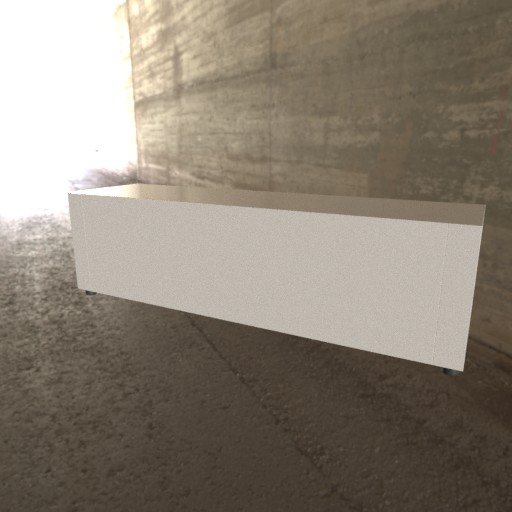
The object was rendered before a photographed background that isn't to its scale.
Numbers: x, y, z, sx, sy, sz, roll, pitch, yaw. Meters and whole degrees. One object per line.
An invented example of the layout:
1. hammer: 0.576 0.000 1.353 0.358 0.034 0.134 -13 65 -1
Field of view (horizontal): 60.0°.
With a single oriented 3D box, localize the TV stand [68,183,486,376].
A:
1. TV stand: 0.000 0.000 1.683 1.500 0.440 0.410 8 17 27
